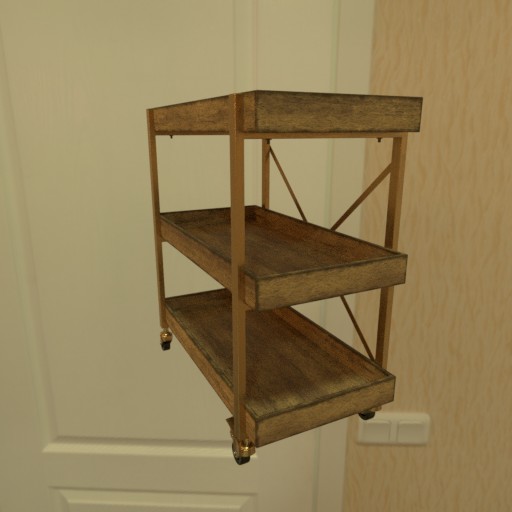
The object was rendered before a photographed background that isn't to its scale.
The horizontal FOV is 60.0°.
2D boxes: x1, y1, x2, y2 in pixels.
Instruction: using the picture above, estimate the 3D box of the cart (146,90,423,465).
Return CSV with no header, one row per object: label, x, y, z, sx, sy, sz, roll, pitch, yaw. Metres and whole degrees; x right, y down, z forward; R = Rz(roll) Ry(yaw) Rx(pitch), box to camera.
cart,0.000,0.000,1.231,0.416,0.799,0.750,-8,18,-25
